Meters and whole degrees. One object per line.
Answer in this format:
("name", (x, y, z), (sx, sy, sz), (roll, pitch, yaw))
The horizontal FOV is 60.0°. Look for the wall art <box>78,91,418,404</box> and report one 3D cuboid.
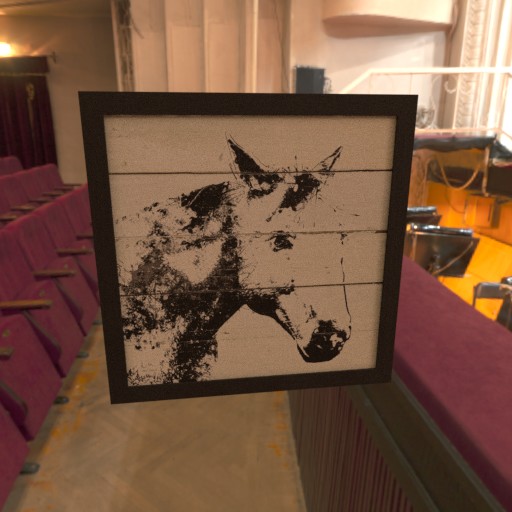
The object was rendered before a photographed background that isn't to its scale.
("wall art", (0.000, 0.000, 1.471), (1.016, 1.016, 0.038), (-2, 16, -8))
